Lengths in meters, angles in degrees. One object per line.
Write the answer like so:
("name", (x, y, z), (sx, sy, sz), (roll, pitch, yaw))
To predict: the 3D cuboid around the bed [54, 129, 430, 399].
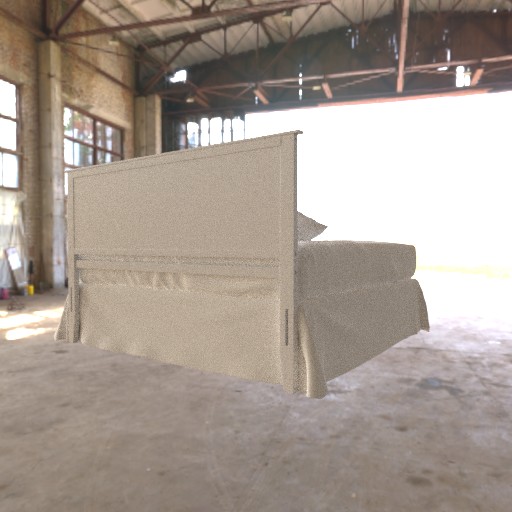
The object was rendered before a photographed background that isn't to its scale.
("bed", (0.000, 0.000, 3.577), (2.317, 1.273, 2.215), (1, 2, 36))
